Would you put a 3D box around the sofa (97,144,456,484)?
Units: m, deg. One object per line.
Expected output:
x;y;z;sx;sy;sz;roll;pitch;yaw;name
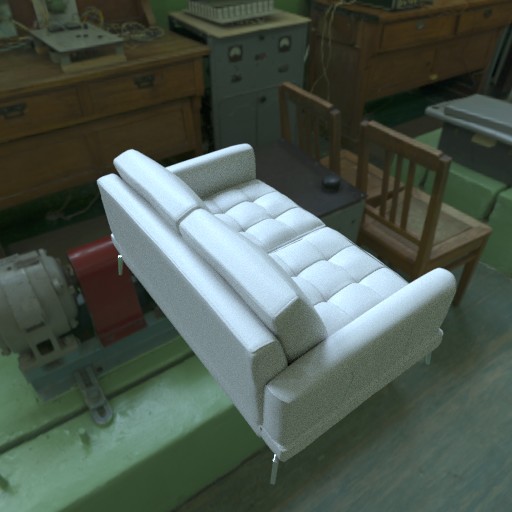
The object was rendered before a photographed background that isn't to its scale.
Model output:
0.000;0.000;2.451;1.121;0.930;1.819;-25;46;-27;sofa
